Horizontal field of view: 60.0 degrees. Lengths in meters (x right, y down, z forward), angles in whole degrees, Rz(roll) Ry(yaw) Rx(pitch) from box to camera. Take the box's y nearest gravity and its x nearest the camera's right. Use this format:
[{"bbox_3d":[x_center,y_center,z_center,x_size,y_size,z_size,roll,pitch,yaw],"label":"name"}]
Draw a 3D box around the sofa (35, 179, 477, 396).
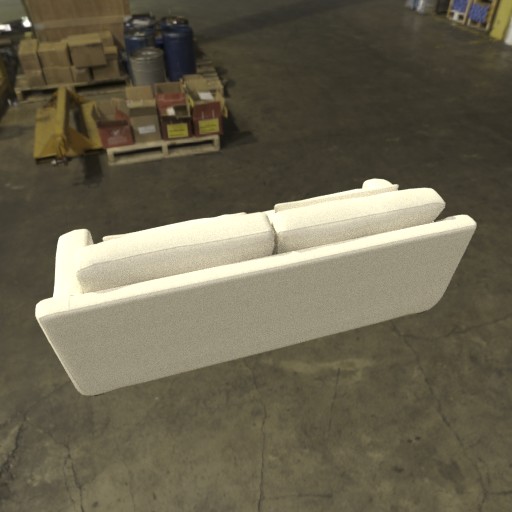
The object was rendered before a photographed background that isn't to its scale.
[{"bbox_3d":[0.000,0.000,2.918,2.470,1.022,1.009,-11,42,-13],"label":"sofa"}]
